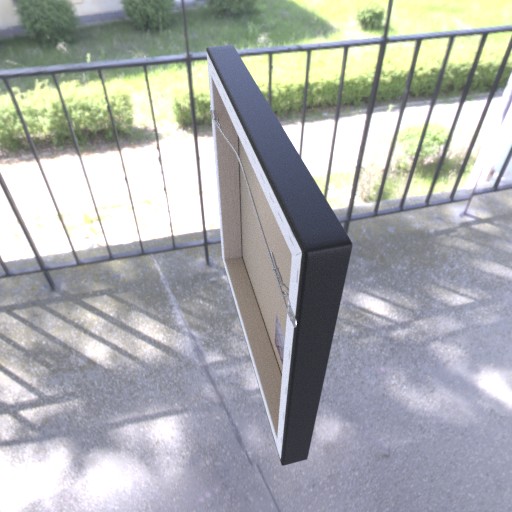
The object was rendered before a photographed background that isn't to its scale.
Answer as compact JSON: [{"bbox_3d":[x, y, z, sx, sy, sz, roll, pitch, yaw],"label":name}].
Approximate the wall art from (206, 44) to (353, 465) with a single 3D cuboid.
[{"bbox_3d":[0.000,0.000,0.598,0.041,0.407,0.406,-10,46,-10],"label":"wall art"}]
